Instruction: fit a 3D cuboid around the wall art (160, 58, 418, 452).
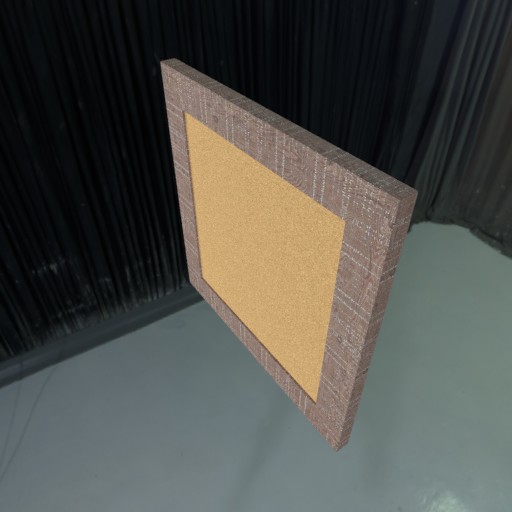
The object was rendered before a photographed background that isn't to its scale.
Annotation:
[{"bbox_3d":[0.000,0.000,0.782,0.029,0.531,0.531,-25,47,-26],"label":"wall art"}]
